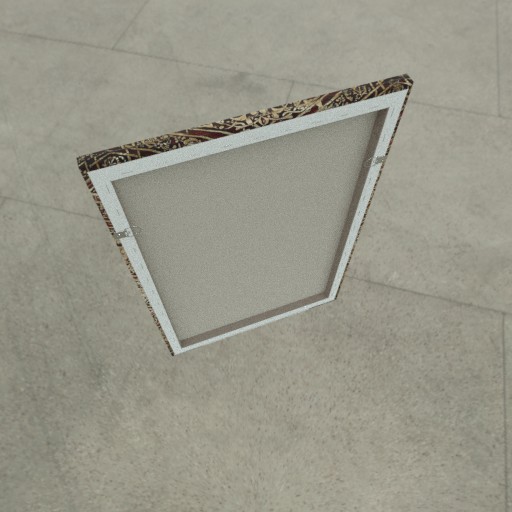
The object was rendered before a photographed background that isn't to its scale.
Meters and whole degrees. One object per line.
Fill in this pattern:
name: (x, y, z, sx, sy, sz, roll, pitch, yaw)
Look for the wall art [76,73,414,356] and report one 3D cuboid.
wall art: (0.000, 0.000, 1.138, 0.599, 0.904, 0.030, -17, 60, -10)
